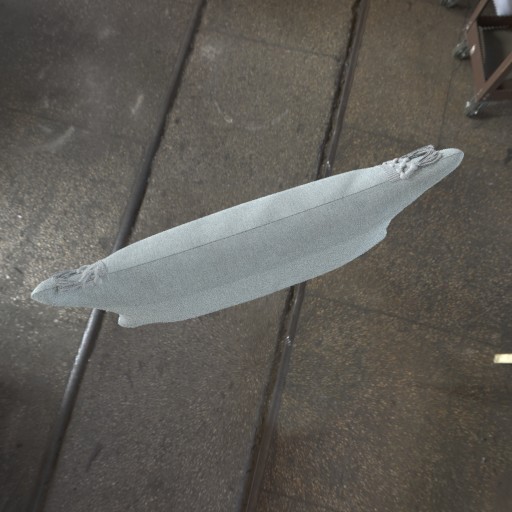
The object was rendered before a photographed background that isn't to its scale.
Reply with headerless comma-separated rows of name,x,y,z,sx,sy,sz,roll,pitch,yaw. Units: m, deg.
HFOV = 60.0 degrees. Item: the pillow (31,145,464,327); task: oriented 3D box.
pillow,0.000,0.000,0.588,0.466,0.305,0.084,-19,77,-5
